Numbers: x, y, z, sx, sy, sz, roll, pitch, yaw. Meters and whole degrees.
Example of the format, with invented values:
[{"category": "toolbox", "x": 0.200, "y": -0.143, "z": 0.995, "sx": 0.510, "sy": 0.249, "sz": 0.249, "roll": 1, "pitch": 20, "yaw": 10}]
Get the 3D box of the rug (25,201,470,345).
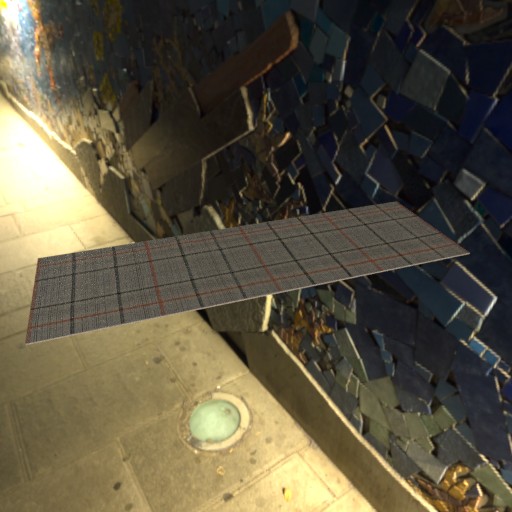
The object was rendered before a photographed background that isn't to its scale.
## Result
[{"category": "rug", "x": 0.000, "y": 0.000, "z": 2.622, "sx": 2.439, "sy": 0.008, "sz": 0.762, "roll": -10, "pitch": 33, "yaw": -16}]
